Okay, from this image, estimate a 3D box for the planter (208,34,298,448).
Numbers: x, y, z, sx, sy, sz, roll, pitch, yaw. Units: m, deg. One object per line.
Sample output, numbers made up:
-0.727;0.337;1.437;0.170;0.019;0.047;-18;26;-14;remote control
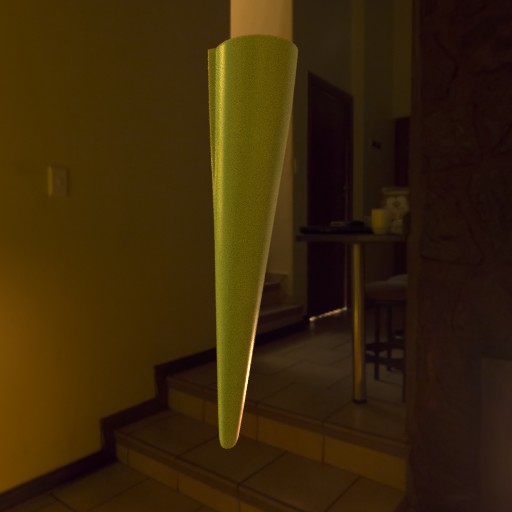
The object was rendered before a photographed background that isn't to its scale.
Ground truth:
0.000;0.000;0.297;0.055;0.268;0.054;1;3;17;planter
